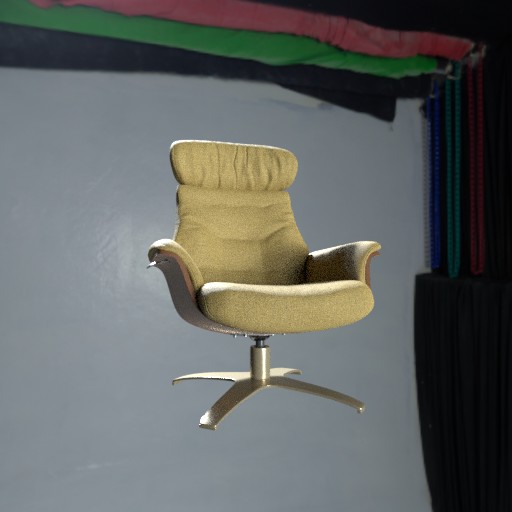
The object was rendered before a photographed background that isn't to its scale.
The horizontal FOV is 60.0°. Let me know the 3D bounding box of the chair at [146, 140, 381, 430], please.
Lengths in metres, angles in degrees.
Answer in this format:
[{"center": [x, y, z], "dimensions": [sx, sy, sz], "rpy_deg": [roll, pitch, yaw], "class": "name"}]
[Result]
[{"center": [0.000, 0.000, 1.605], "dimensions": [0.785, 0.995, 0.837], "rpy_deg": [0, -1, -18], "class": "chair"}]
